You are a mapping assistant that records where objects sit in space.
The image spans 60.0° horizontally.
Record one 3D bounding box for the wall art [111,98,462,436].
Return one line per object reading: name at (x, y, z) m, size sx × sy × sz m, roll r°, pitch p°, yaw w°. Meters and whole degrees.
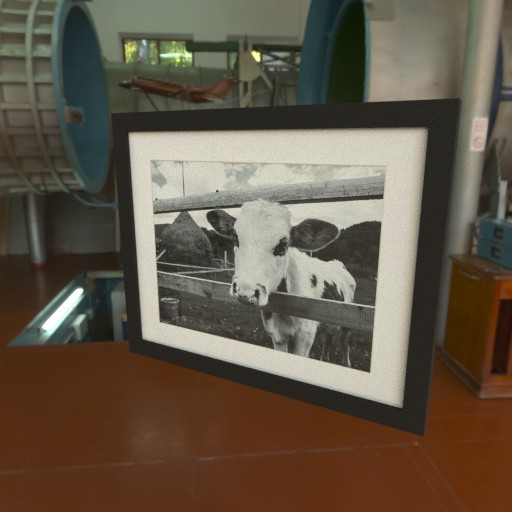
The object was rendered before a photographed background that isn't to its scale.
wall art at (0.000, 0.000, 0.518) m, size 0.404 × 0.329 × 0.024 m, roll 8°, pitch 16°, yaw 27°
